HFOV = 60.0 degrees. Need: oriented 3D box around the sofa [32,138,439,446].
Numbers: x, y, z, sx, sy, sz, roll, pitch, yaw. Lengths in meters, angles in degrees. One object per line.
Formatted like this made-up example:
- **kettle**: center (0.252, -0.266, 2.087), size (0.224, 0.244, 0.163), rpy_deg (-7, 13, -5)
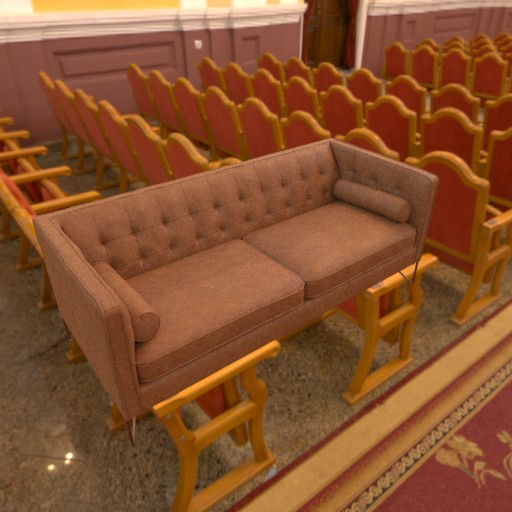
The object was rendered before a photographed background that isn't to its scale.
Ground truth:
- **sofa**: center (0.000, 0.000, 2.574), size (2.079, 0.798, 0.912), rpy_deg (-22, 39, -31)
